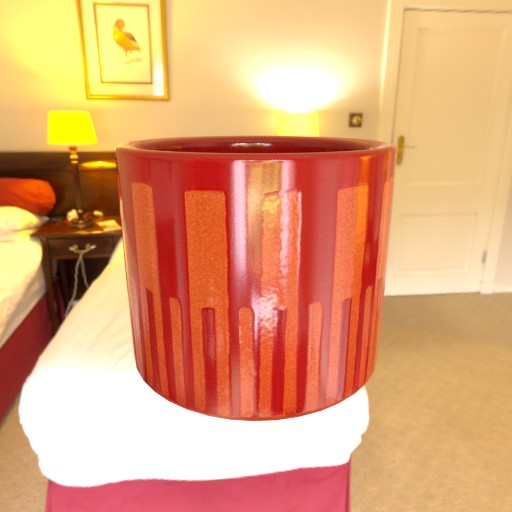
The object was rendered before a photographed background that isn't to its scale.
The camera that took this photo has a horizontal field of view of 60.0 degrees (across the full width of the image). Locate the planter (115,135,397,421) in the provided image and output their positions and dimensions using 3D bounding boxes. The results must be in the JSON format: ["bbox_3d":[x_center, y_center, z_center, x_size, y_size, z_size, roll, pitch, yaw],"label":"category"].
[{"bbox_3d":[0.000,0.000,0.405,0.230,0.202,0.230,0,18,0],"label":"planter"}]
